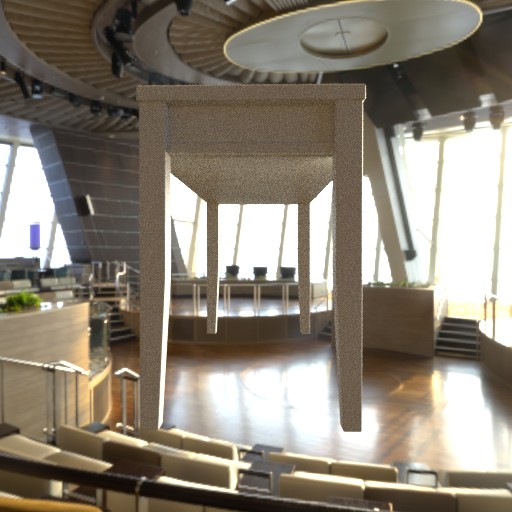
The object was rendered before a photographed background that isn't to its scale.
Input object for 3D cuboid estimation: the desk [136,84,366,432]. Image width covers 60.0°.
[{"bbox_3d":[0.000,0.000,1.592,0.508,0.775,1.220,0,1,1],"label":"desk"}]
